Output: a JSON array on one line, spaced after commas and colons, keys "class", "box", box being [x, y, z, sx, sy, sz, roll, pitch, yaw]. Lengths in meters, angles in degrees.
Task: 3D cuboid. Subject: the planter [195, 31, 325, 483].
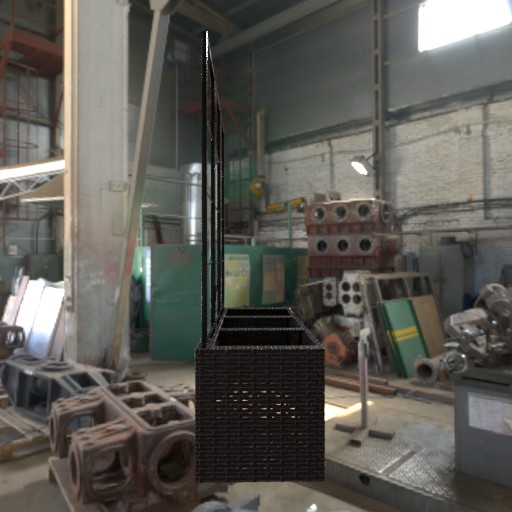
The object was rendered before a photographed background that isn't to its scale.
[{"class": "planter", "box": [0.000, 0.000, 1.167, 0.244, 0.841, 0.699, 0, 0, -1]}]
